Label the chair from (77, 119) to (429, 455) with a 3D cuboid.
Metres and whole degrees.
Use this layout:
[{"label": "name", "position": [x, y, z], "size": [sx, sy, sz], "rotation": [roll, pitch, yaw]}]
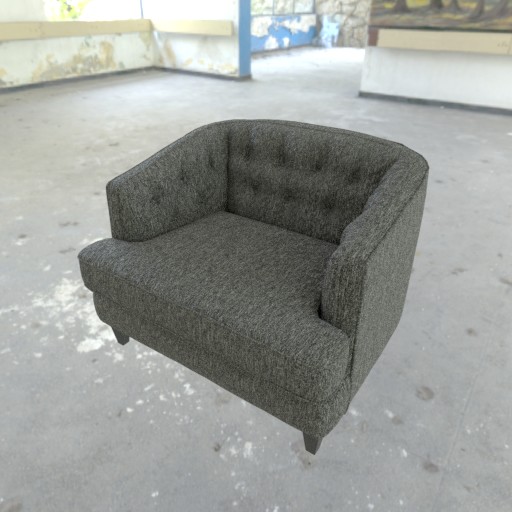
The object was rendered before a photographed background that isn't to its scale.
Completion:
[{"label": "chair", "position": [0.000, 0.000, 1.764], "size": [1.104, 0.852, 0.941], "rotation": [19, 35, 30]}]
